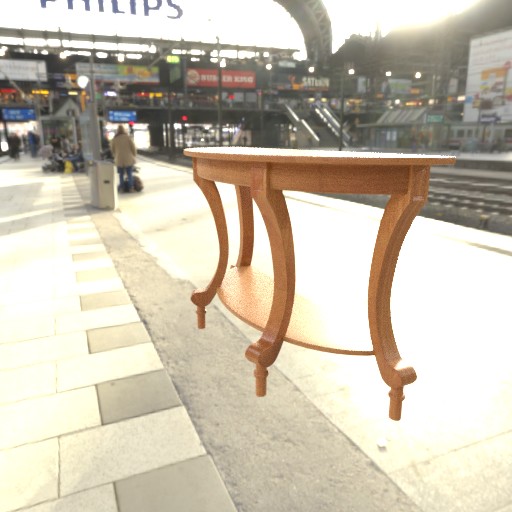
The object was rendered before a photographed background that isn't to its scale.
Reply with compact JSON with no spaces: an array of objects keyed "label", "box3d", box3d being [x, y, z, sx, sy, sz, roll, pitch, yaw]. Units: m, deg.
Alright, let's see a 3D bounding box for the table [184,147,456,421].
[{"label":"table","box3d":[0.000,0.000,1.498,0.394,0.692,1.198,-7,17,-25]}]
